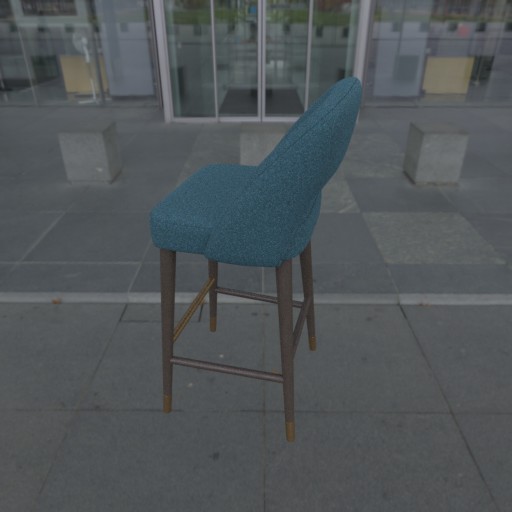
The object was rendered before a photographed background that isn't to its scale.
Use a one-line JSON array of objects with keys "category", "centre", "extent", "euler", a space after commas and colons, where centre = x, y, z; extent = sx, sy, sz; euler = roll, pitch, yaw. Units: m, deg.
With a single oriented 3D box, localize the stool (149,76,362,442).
[{"category": "stool", "centre": [0.000, 0.000, 1.359], "extent": [0.522, 1.032, 0.536], "euler": [8, 31, 13]}]
